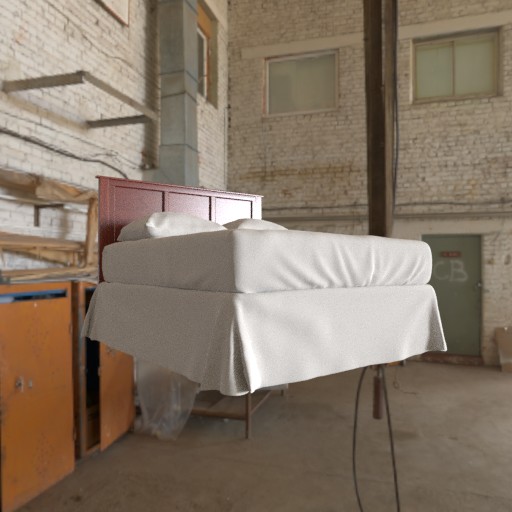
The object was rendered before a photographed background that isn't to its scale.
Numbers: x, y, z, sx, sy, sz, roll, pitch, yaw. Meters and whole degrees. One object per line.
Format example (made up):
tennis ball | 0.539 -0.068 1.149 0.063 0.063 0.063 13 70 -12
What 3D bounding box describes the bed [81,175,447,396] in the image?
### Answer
bed | 0.000 0.000 3.167 1.870 1.270 2.050 1 -2 -37
